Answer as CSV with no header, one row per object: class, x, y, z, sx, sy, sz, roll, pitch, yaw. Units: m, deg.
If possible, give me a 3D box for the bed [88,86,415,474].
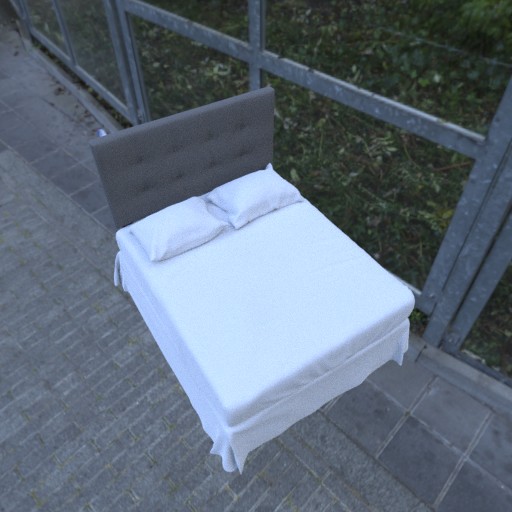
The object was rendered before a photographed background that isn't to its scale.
bed,0.000,0.000,3.521,1.936,1.577,2.222,-25,51,-22
